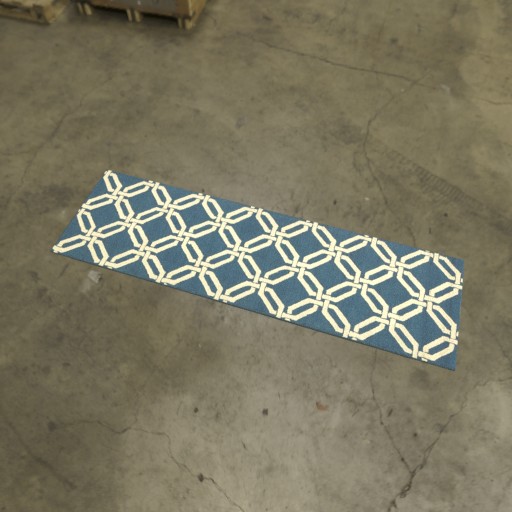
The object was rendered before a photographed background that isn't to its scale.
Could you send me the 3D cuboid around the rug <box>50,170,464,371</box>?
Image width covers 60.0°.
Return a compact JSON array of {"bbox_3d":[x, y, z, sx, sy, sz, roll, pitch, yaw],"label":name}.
[{"bbox_3d":[0.000,0.000,2.537,2.276,0.014,0.678,15,58,10],"label":"rug"}]
